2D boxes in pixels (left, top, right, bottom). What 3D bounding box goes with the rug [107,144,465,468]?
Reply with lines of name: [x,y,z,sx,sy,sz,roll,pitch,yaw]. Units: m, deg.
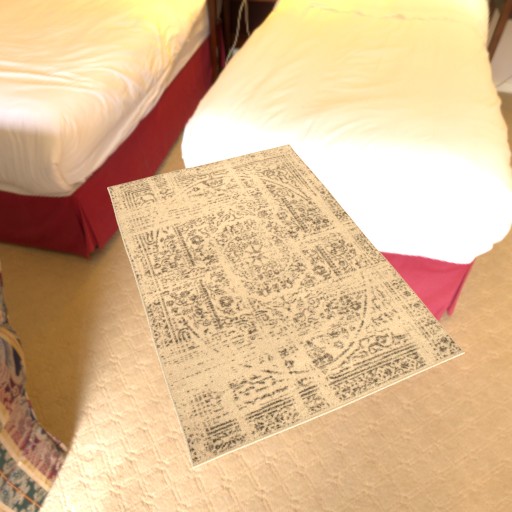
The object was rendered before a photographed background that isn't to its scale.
rug: [0.000,0.000,3.188,1.706,0.026,2.438,-17,49,-15]
